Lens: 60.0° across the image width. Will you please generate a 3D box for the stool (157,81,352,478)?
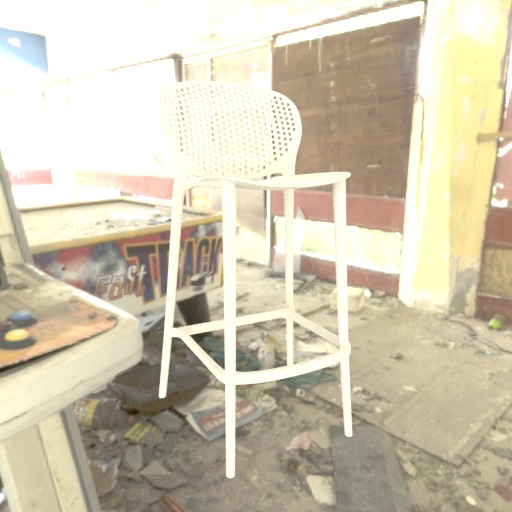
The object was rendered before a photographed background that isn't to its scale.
[{"bbox_3d":[0.000,0.000,1.333,0.536,1.045,0.535,-7,15,-25],"label":"stool"}]
